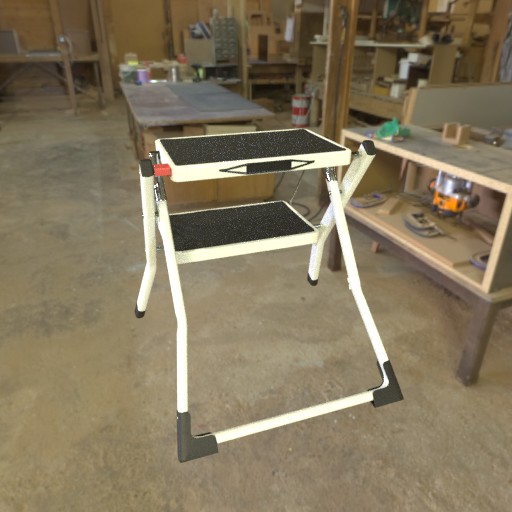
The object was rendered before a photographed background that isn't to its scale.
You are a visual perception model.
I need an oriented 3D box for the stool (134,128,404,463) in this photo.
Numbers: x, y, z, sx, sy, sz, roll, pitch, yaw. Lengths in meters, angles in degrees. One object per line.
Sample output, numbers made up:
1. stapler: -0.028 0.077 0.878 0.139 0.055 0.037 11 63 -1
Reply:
1. stool: 0.000 0.000 0.878 0.485 0.445 0.490 -9 29 -17
